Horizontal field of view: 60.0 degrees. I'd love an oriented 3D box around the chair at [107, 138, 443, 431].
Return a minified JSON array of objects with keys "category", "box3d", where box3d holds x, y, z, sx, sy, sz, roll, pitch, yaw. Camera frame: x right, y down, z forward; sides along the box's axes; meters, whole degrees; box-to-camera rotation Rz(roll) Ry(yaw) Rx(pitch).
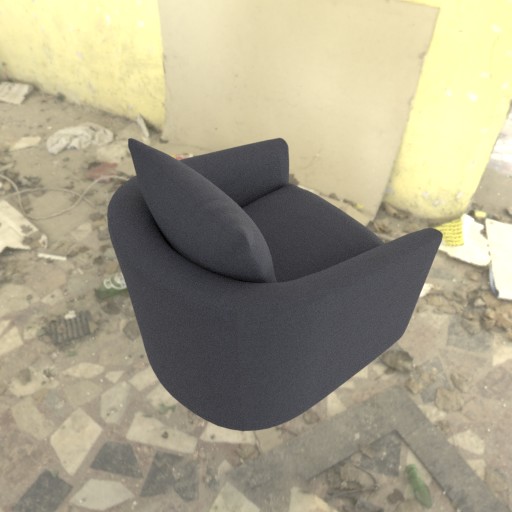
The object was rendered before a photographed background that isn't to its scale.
[{"category":"chair","box3d":[0.000,0.000,1.561,0.910,0.848,0.845,-28,49,-27]}]
